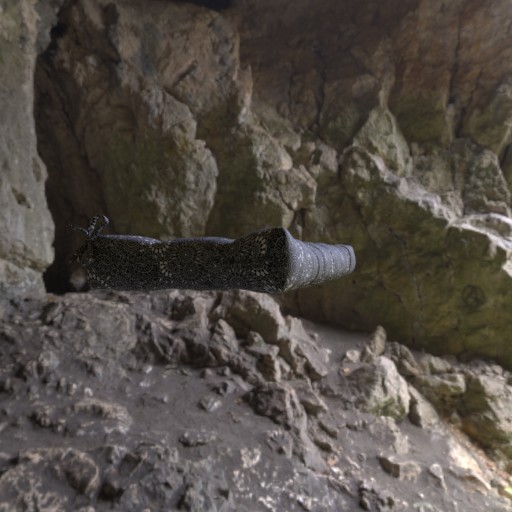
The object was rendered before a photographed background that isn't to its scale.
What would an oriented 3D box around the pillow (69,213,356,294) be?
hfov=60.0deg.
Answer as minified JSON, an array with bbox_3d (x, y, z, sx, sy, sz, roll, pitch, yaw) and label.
[{"bbox_3d":[0.000,0.000,1.388,0.511,0.174,1.194,0,-1,18],"label":"pillow"}]
